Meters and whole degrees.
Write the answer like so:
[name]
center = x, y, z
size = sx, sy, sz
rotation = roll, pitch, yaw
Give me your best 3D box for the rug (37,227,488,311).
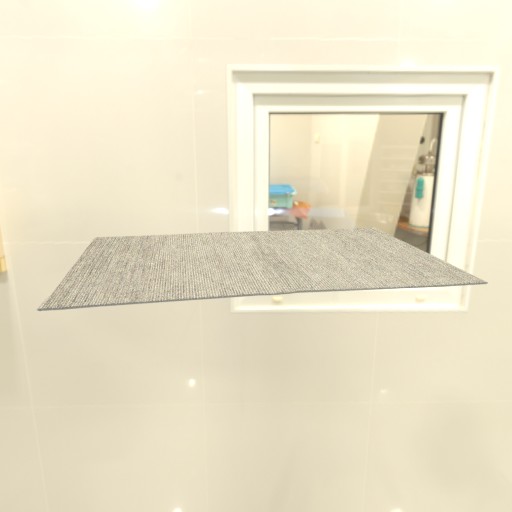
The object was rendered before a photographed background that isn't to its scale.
[rug]
center = 0.000, 0.000, 2.278
size = 1.804, 0.022, 1.162
rotation = -2, 15, -9
